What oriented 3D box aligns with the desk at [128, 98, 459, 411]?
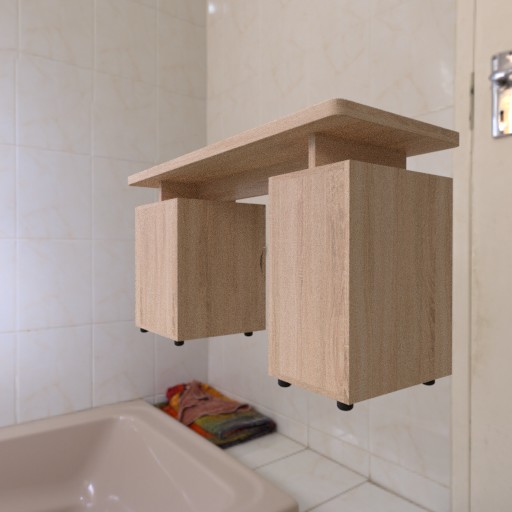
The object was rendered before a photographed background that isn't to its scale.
[{"bbox_3d":[0.000,0.000,1.765,0.550,0.760,1.400,0,1,-36],"label":"desk"}]
